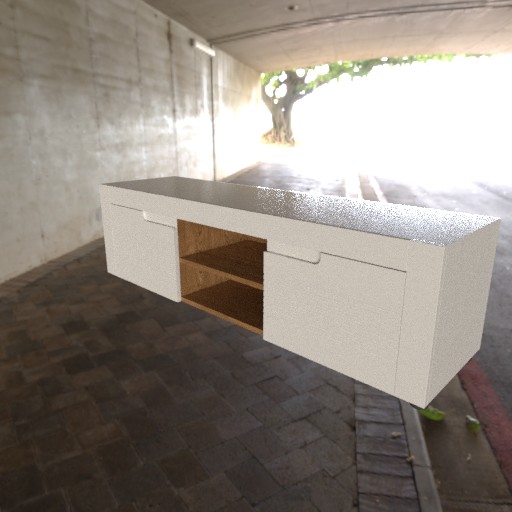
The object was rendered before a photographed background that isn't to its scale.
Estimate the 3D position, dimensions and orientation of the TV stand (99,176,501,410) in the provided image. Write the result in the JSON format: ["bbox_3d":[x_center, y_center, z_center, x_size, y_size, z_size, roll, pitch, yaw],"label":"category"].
[{"bbox_3d":[0.000,0.000,1.655,1.500,0.440,0.410,15,22,41],"label":"TV stand"}]
